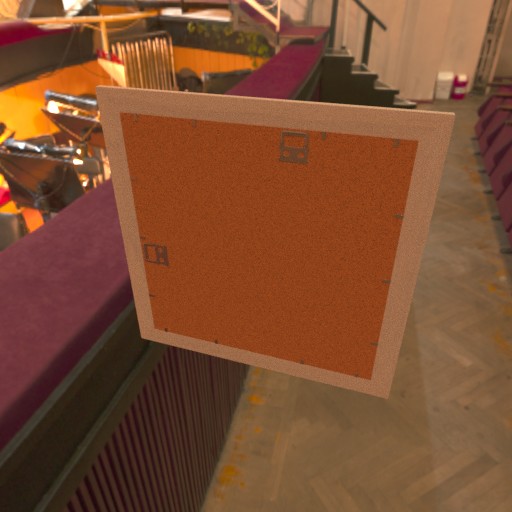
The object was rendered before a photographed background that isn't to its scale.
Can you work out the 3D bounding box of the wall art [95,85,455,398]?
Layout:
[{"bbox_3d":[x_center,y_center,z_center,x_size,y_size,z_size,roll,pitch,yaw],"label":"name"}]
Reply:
[{"bbox_3d":[0.000,0.000,0.850,0.584,0.584,0.013,10,34,15],"label":"wall art"}]
